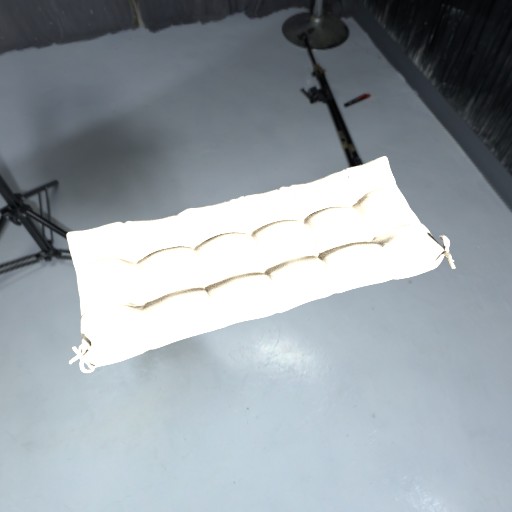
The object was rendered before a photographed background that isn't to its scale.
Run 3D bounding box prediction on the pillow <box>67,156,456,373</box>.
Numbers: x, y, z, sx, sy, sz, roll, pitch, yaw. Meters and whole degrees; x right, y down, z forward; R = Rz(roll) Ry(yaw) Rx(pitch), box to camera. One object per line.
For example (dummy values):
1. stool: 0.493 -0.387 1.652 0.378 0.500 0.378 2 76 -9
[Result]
1. pillow: 0.000 0.000 1.391 1.194 0.174 0.511 -15 58 -10
